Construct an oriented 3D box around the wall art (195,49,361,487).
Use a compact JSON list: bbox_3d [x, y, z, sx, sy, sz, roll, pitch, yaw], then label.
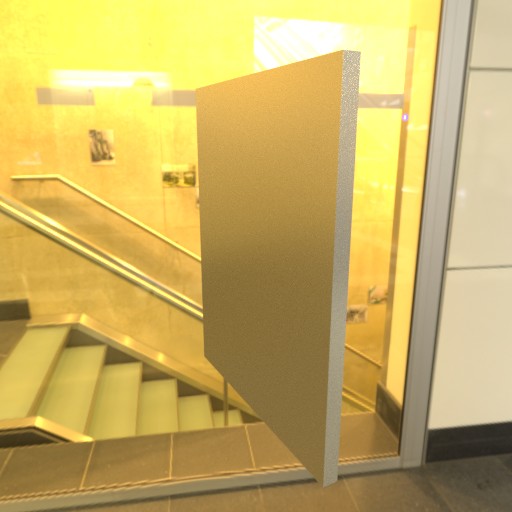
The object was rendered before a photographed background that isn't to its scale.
[{"bbox_3d":[0.000,0.000,0.747,0.025,0.569,0.444,-8,17,-27],"label":"wall art"}]
